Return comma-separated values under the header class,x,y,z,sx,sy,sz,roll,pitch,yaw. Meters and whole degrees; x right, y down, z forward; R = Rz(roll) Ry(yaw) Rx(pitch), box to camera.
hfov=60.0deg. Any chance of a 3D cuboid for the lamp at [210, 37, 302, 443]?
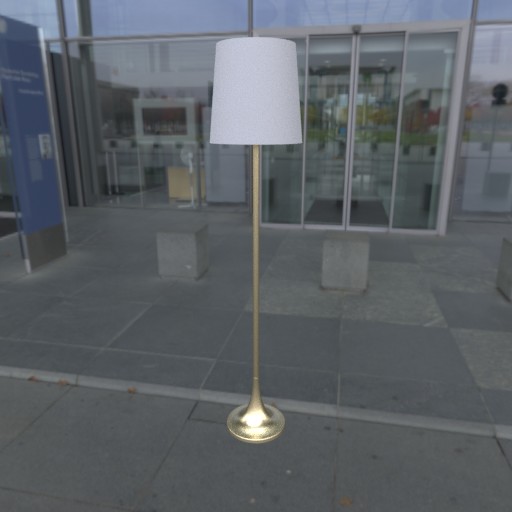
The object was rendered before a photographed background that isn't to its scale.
class,x,y,z,sx,sy,sz,roll,pitch,yaw
lamp,0.000,0.000,1.744,0.337,1.543,0.337,0,16,0
